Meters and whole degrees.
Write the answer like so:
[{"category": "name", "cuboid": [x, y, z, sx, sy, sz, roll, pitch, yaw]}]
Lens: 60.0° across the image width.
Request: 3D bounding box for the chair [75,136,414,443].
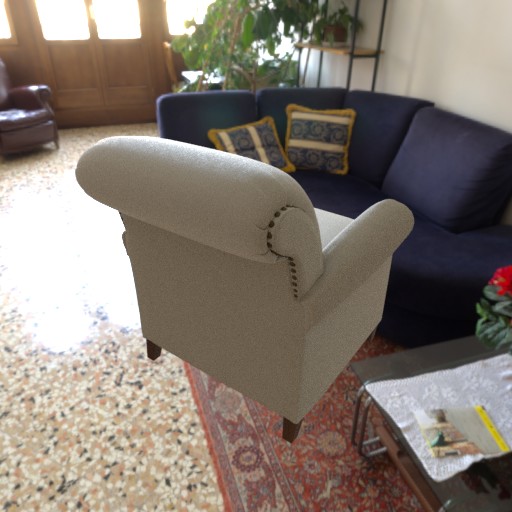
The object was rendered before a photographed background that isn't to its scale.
[{"category": "chair", "cuboid": [0.000, 0.000, 1.578, 0.854, 0.927, 0.890, 20, 36, 31]}]
